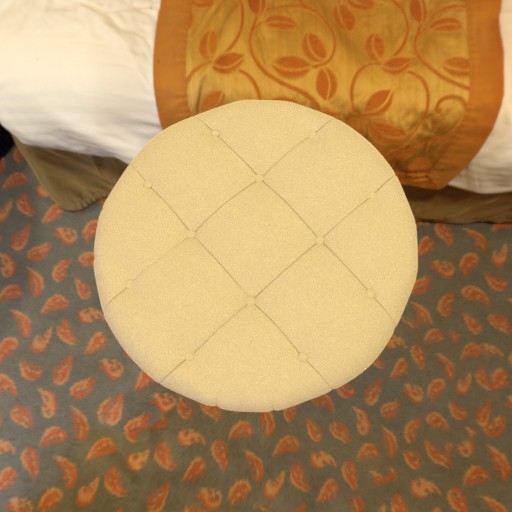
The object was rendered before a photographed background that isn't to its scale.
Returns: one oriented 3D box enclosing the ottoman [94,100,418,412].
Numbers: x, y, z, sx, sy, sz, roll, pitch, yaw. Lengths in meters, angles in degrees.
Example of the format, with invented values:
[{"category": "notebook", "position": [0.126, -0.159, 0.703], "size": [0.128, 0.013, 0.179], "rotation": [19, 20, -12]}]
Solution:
[{"category": "ottoman", "position": [0.000, 0.000, 1.370], "size": [0.901, 0.439, 0.901], "rotation": [0, 75, 0]}]
